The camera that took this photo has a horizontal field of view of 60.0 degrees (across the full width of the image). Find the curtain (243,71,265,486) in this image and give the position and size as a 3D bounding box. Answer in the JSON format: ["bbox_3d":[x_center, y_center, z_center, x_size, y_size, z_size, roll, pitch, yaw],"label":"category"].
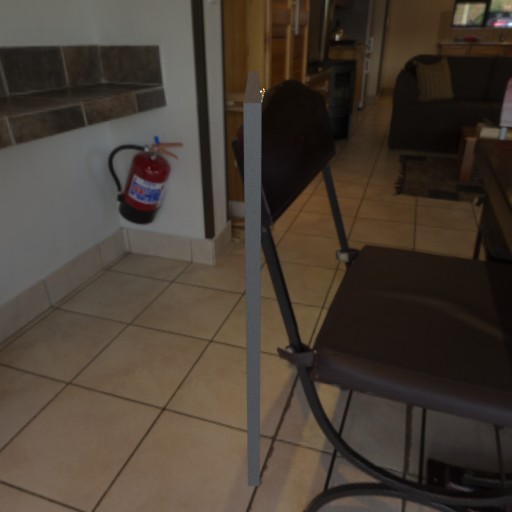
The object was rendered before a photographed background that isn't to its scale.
[{"bbox_3d":[0.000,0.000,0.799,0.027,0.585,0.483,0,26,0],"label":"curtain"}]
